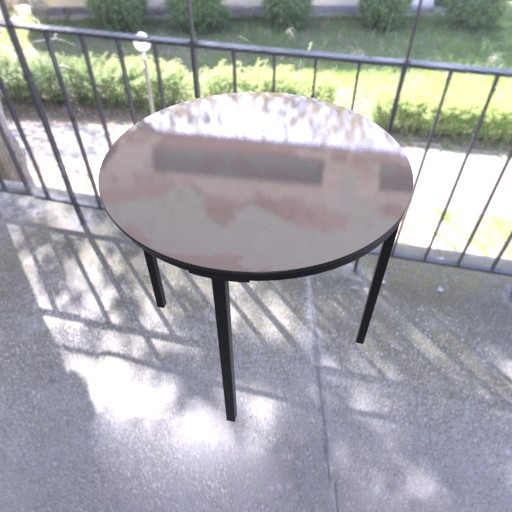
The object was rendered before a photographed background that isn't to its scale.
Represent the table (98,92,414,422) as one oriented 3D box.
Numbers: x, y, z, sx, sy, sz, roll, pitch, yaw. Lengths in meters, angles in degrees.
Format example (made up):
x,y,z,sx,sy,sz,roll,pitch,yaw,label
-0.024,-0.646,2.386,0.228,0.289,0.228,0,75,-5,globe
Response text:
x,y,z,sx,sy,sz,roll,pitch,yaw,label
0.000,0.000,0.879,0.499,0.443,0.499,0,45,0,table
